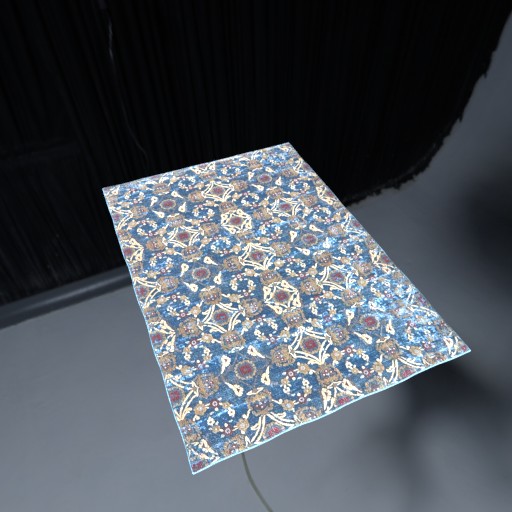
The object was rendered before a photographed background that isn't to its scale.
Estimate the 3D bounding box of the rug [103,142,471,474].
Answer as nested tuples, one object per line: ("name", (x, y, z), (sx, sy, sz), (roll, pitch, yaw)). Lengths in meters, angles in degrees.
("rug", (0.000, 0.000, 2.864), (1.567, 0.014, 2.207), (-18, 49, -16))
